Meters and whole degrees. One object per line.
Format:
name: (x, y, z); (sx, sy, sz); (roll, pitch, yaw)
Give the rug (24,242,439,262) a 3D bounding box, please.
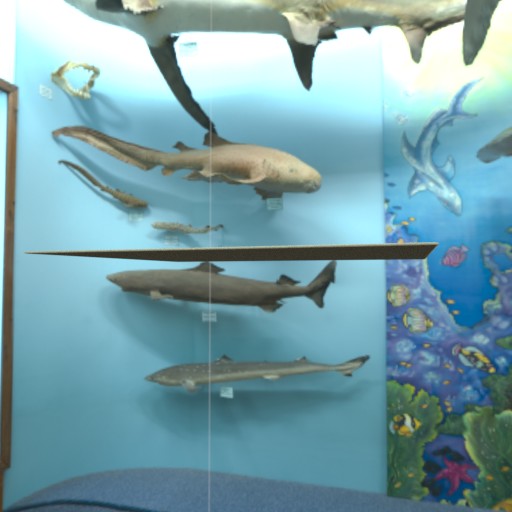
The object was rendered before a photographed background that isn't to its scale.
rug: (0.000, 0.000, 4.146); (3.039, 0.018, 2.462); (-1, -3, 19)
